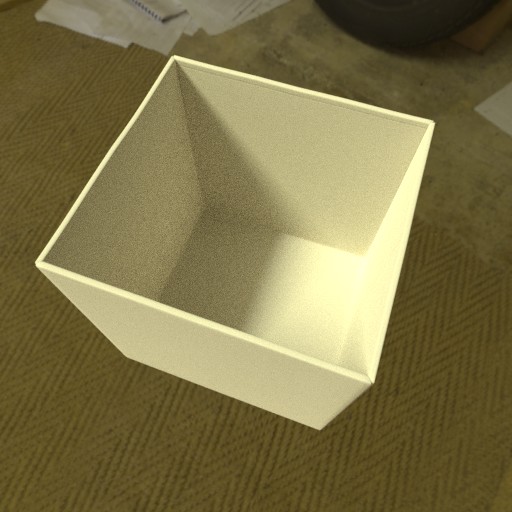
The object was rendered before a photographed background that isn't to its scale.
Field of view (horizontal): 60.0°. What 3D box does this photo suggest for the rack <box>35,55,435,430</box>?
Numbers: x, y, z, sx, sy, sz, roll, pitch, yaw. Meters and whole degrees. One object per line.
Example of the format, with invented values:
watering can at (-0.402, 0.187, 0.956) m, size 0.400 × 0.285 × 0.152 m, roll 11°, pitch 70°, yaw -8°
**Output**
rack at (0.000, 0.000, 0.498) m, size 0.270 × 0.280 × 0.270 m, roll 18°, pitch 64°, yaw 9°
